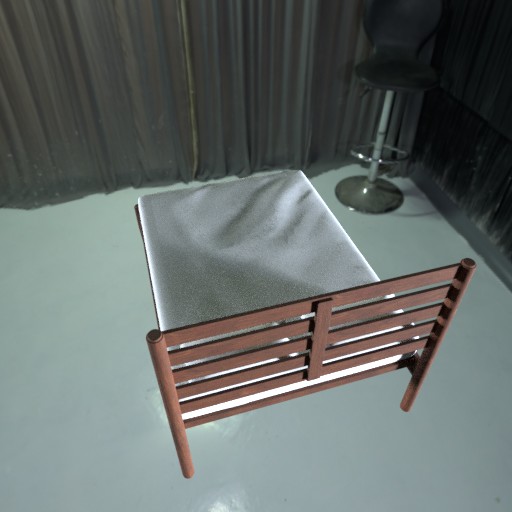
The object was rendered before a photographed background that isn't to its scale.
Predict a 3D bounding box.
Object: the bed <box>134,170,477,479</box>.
[{"bbox_3d":[0.000,0.000,3.039,1.509,1.304,2.093,-11,43,-12],"label":"bed"}]
